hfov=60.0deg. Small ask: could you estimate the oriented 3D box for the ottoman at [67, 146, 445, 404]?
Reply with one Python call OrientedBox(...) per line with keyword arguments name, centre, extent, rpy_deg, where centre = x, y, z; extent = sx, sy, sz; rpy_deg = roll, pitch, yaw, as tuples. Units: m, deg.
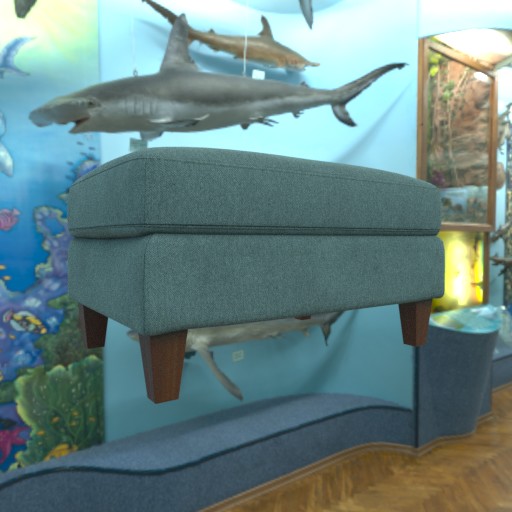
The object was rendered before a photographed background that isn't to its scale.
OrientedBox(name="ottoman", centre=(0.000, 0.000, 1.187), extent=(0.864, 0.483, 0.584), rpy_deg=(-2, 3, -34))
